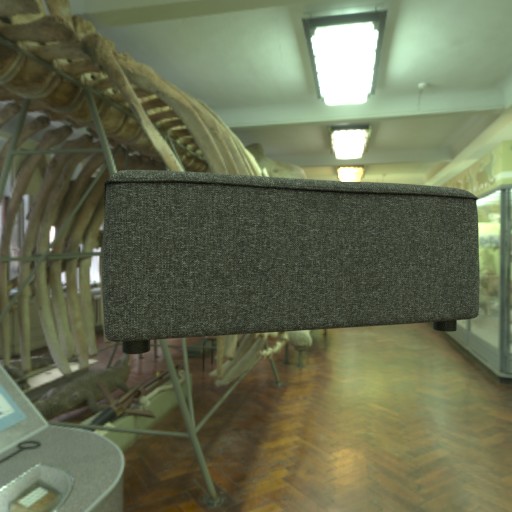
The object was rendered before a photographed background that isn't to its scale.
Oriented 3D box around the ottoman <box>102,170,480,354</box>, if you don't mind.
[{"bbox_3d":[0.000,0.000,1.553,1.021,0.423,1.017,0,1,-18],"label":"ottoman"}]
